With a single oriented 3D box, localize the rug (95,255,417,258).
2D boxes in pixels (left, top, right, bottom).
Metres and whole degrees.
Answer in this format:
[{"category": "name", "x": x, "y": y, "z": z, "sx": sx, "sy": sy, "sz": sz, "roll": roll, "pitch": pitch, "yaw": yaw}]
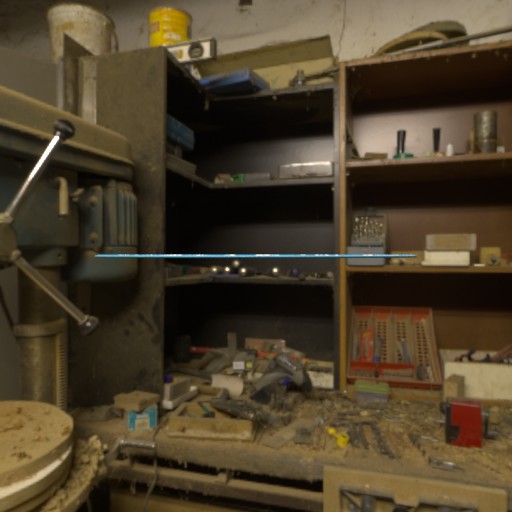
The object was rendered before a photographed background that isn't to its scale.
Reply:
[{"category": "rug", "x": 0.000, "y": 0.000, "z": 2.331, "sx": 1.593, "sy": 0.012, "sz": 1.593, "roll": 0, "pitch": 0, "yaw": 0}]
